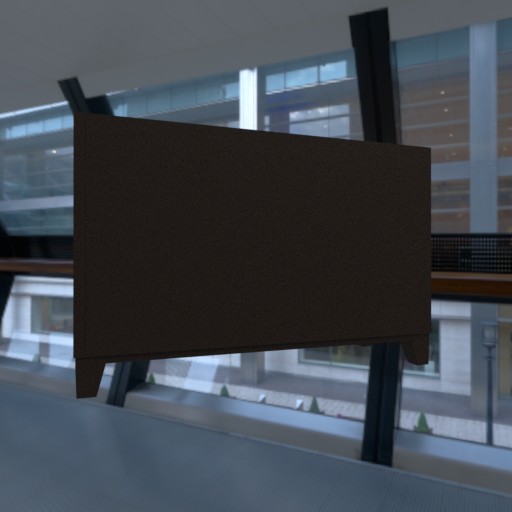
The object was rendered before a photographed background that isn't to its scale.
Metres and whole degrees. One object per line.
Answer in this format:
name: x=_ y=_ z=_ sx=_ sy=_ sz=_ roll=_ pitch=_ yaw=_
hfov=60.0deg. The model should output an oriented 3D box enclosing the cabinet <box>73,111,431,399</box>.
cabinet: x=0.000 y=0.000 z=1.863 sx=1.396 sy=0.914 sz=0.482 roll=0 pitch=0 yaw=-19
